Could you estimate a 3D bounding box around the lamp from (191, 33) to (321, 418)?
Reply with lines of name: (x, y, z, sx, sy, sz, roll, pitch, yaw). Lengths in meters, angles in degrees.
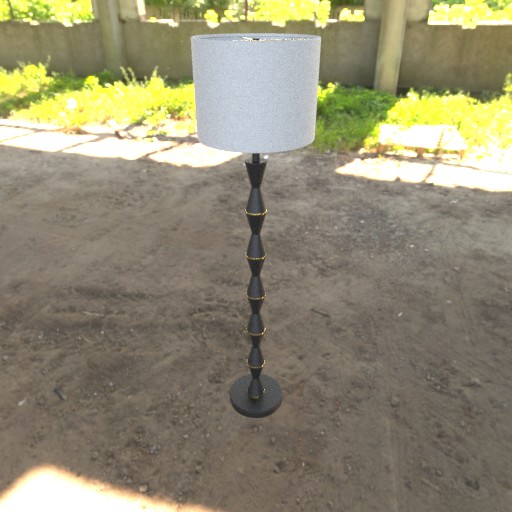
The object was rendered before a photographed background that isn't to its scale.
lamp: (0.000, 0.000, 1.666, 0.381, 1.480, 0.381, -8, 30, -14)
